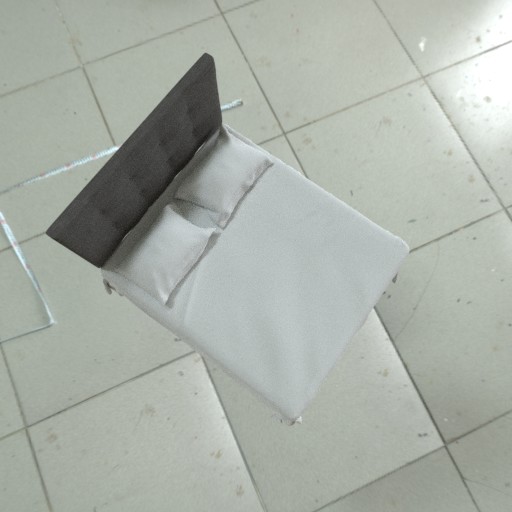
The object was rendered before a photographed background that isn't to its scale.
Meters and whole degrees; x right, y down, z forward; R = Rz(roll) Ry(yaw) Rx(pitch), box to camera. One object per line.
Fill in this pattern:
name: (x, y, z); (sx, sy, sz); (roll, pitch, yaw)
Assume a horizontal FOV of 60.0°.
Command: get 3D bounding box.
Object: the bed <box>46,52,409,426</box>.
bed: (0.000, 0.000, 3.494); (2.222, 1.577, 1.936); (35, 78, 8)
